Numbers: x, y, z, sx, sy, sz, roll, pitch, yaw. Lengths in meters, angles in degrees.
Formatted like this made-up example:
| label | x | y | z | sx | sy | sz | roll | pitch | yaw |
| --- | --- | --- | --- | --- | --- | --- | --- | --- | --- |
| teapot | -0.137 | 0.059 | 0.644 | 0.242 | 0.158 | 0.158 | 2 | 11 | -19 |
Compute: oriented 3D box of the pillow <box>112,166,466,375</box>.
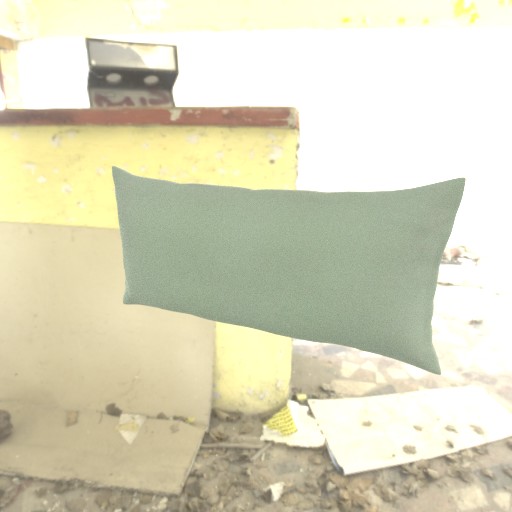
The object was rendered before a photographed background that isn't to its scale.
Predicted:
| label | x | y | z | sx | sy | sz | roll | pitch | yaw |
| --- | --- | --- | --- | --- | --- | --- | --- | --- | --- |
| pillow | 0.000 | 0.000 | 0.743 | 0.610 | 0.287 | 0.151 | 8 | 17 | 26 |
